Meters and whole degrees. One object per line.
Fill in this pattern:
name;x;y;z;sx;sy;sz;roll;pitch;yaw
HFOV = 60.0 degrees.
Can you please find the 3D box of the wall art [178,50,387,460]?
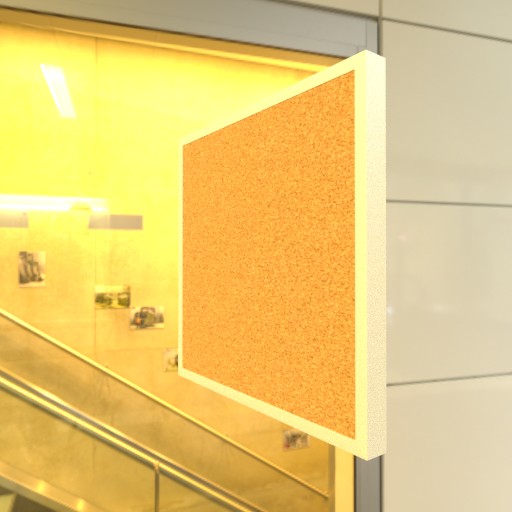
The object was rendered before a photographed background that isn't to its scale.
wall art;0.000;0.000;0.759;0.038;0.505;0.506;0;-1;-37
